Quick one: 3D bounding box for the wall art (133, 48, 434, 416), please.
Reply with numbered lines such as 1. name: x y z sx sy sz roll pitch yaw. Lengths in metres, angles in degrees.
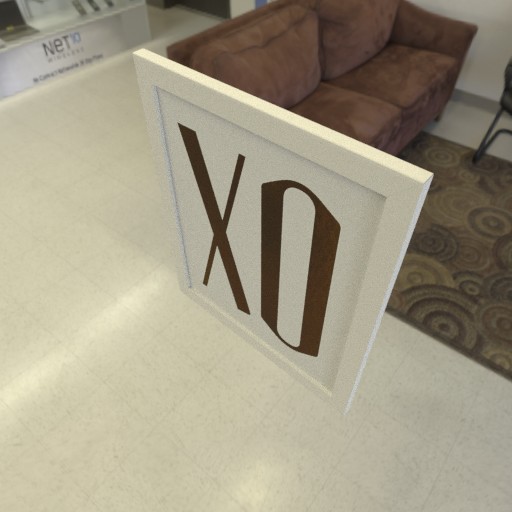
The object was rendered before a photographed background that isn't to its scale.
1. wall art: 0.000 0.000 0.722 0.444 0.536 0.020 33 55 27
